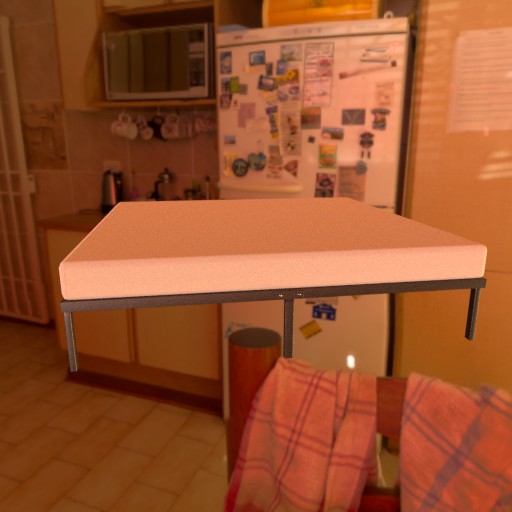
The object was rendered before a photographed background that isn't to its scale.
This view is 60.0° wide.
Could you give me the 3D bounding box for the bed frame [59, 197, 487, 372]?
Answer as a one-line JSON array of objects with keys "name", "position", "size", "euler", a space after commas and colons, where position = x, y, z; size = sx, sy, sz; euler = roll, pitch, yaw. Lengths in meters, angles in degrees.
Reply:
[{"name": "bed frame", "position": [0.000, 0.000, 3.897], "size": [2.635, 0.680, 2.526], "euler": [-2, 15, -9]}]
